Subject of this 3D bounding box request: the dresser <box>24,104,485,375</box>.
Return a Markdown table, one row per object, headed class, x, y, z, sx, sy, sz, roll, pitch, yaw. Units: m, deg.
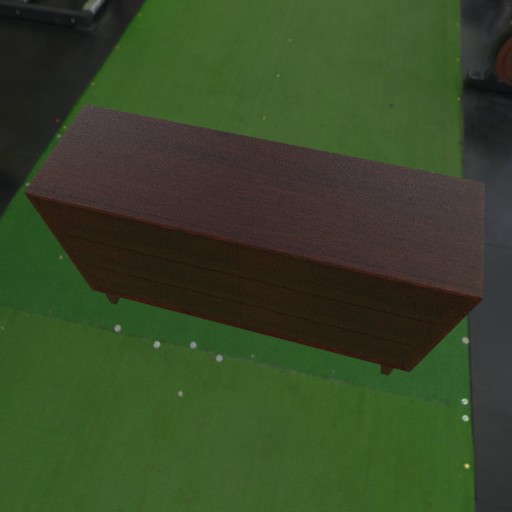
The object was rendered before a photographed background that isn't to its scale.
| class | x | y | z | sx | sy | sz | roll | pitch | yaw |
| --- | --- | --- | --- | --- | --- | --- | --- | --- | --- |
| dresser | 0.000 | 0.000 | 2.032 | 1.609 | 0.971 | 0.499 | 13 | 60 | 8 |
